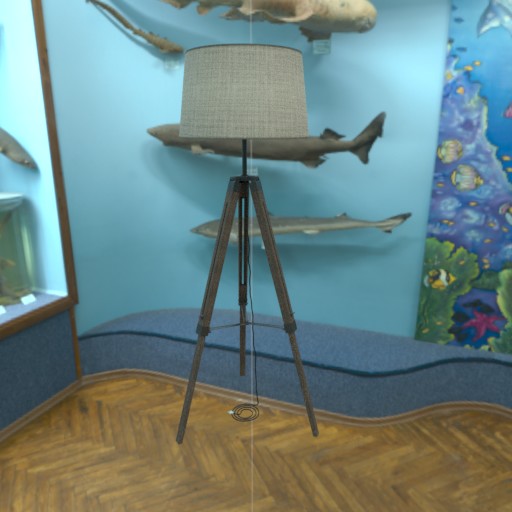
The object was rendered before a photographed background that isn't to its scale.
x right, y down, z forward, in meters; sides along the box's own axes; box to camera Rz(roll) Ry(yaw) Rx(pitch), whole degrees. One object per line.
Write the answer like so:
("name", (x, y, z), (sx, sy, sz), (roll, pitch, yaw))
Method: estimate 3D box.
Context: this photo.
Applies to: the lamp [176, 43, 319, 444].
("lamp", (0.000, 0.000, 1.797), (0.587, 1.510, 0.604), (7, 18, 23))
